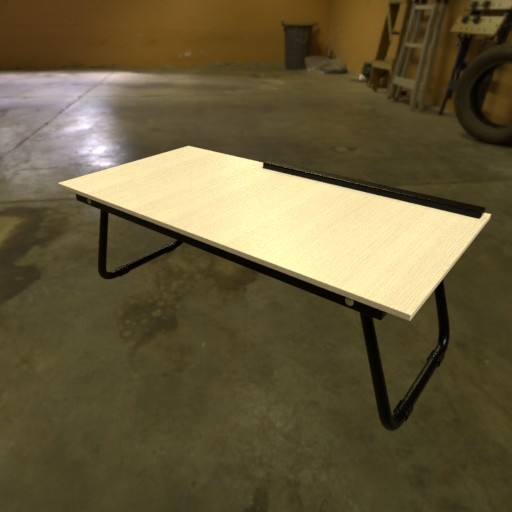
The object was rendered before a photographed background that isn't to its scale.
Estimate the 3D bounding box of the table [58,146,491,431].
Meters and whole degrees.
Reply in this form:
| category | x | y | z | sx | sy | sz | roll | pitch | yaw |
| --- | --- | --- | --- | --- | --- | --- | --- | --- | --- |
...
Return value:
| category | x | y | z | sx | sy | sz | roll | pitch | yaw |
| --- | --- | --- | --- | --- | --- | --- | --- | --- | --- |
| table | 0.000 | 0.000 | 0.777 | 0.644 | 0.242 | 0.322 | 20 | 35 | 33 |
